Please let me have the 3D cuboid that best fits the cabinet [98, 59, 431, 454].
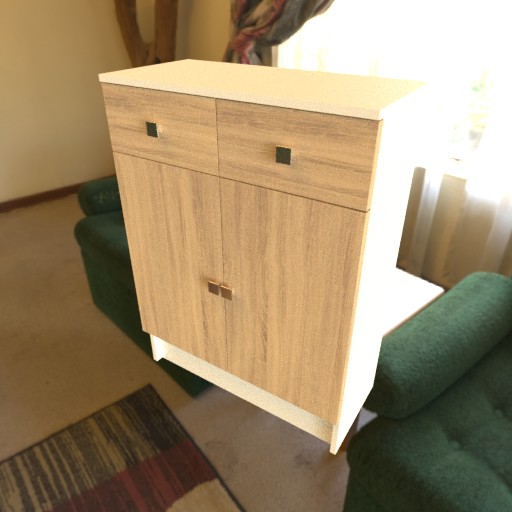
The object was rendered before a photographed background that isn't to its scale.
[{"bbox_3d":[0.000,0.000,1.081,0.600,0.815,0.296,18,35,28],"label":"cabinet"}]
